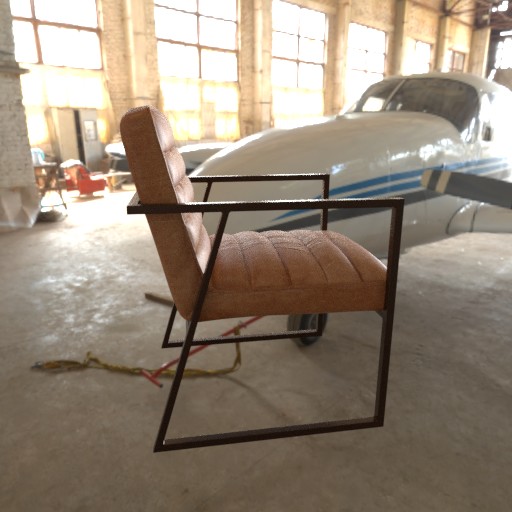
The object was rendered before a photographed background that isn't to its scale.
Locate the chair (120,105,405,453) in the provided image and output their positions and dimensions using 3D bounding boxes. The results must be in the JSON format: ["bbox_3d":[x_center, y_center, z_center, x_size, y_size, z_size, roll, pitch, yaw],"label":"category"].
[{"bbox_3d":[0.000,0.000,1.309,0.677,0.832,0.571,-3,17,-9],"label":"chair"}]
